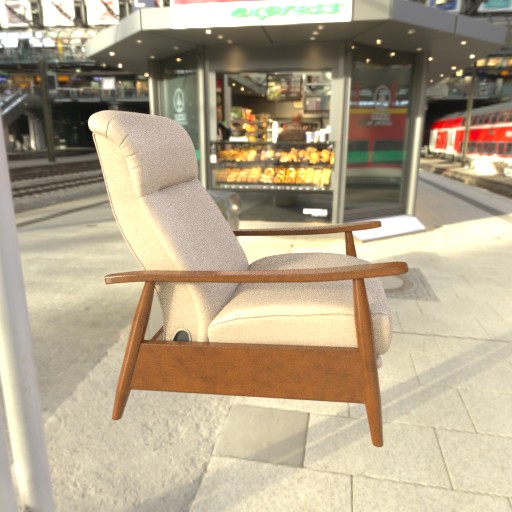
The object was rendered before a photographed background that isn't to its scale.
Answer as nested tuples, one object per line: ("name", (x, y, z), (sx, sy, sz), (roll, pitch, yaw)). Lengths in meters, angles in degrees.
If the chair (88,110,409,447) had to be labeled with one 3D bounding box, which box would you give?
("chair", (0.000, 0.000, 1.756), (1.030, 1.082, 0.762), (2, 15, 9))
